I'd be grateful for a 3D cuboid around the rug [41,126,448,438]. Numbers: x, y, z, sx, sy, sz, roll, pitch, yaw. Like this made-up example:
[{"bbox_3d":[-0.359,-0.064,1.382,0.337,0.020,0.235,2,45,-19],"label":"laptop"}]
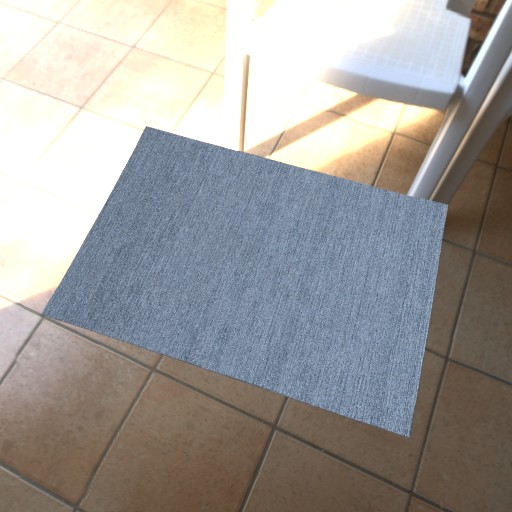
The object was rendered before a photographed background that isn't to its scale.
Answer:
[{"bbox_3d":[0.000,0.000,2.956,2.338,0.030,1.616,17,65,8],"label":"rug"}]
